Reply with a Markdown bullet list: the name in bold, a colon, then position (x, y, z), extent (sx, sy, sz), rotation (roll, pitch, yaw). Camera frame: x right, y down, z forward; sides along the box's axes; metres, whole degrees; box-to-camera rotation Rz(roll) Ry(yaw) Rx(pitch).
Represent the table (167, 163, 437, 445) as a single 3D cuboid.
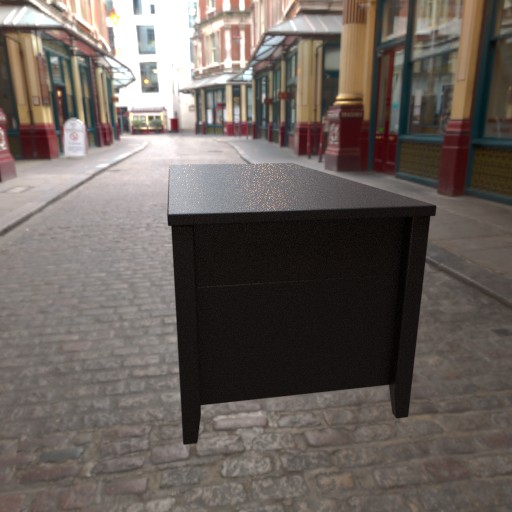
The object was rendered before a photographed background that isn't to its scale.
- **table**: position (0.000, 0.000, 1.308), extent (0.483, 0.457, 1.016), rotation (-3, 16, -10)
